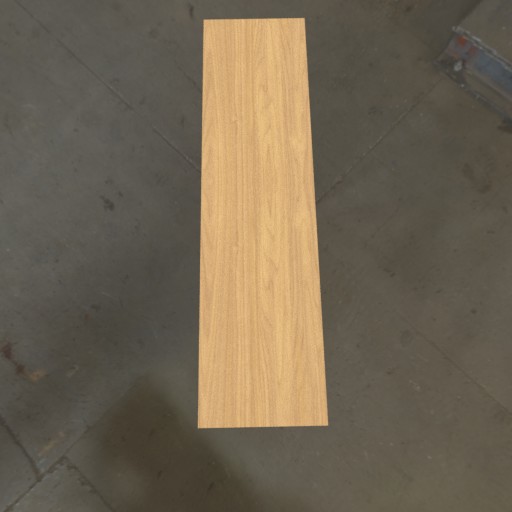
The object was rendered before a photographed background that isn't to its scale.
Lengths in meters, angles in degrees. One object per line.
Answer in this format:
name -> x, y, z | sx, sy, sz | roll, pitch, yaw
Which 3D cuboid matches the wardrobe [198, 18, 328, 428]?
wardrobe -> 0.000, 0.000, 3.309 | 0.590, 2.260, 2.160 | -1, 75, 0
